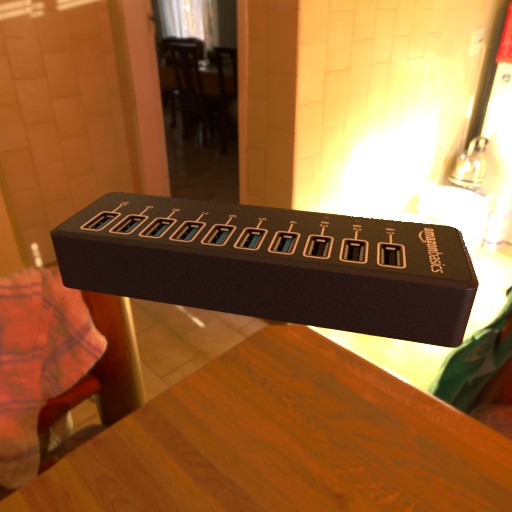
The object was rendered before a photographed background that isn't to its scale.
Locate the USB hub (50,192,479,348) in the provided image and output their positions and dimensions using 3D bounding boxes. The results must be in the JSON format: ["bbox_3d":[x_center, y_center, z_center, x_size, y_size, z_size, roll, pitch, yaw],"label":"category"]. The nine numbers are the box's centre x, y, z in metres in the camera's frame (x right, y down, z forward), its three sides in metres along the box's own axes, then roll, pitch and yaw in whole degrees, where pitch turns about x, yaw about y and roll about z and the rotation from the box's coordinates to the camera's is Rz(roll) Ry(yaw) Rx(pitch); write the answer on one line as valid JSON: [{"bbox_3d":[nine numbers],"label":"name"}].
[{"bbox_3d":[0.000,0.000,0.166,0.145,0.023,0.044,7,30,13],"label":"USB hub"}]
